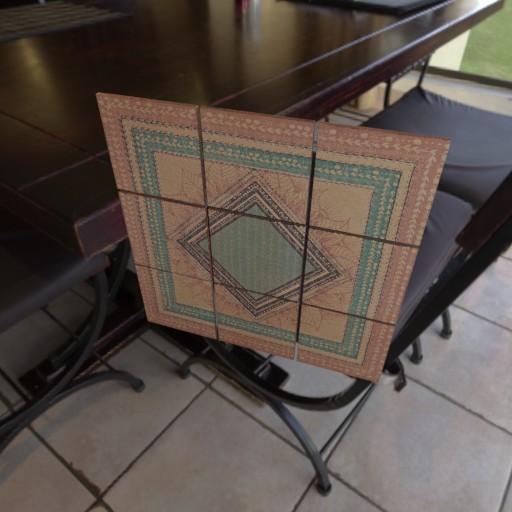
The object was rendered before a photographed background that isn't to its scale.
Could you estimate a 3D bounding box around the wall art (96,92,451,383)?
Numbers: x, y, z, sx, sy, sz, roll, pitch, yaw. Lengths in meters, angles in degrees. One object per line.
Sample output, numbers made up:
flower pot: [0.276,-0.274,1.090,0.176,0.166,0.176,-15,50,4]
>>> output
wall art: [0.000,0.000,1.389,0.915,0.914,0.013,12,41,14]
